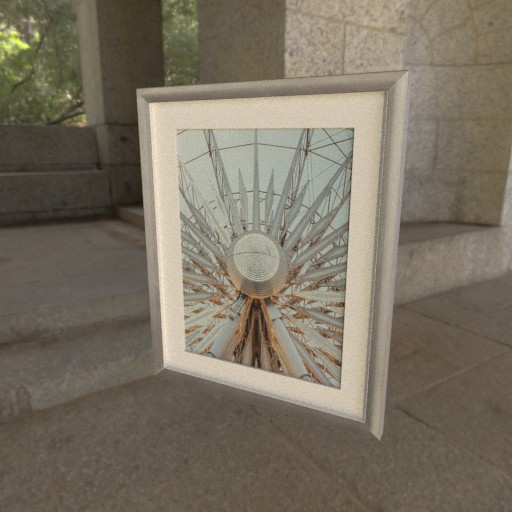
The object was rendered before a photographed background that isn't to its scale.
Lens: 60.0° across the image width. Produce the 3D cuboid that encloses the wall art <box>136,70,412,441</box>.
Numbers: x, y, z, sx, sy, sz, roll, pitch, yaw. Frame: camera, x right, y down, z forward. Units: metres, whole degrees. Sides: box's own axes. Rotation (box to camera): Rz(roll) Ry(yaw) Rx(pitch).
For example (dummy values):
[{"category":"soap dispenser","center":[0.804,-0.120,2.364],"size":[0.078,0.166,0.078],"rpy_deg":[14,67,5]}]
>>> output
[{"category":"wall art","center":[0.000,0.000,0.755],"size":[0.458,0.558,0.029],"rpy_deg":[7,16,26]}]
